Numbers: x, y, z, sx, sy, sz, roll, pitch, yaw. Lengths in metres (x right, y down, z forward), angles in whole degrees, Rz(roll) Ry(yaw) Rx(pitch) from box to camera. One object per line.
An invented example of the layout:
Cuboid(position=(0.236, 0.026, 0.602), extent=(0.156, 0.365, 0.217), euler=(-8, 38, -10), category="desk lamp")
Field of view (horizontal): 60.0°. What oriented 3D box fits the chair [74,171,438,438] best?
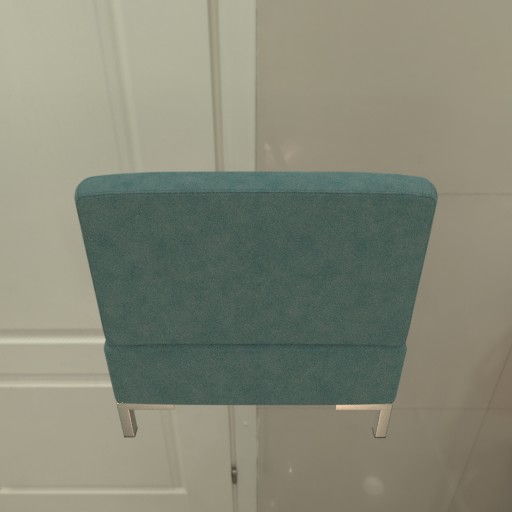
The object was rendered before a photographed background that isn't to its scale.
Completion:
Cuboid(position=(0.000, 0.000, 1.219), extent=(0.684, 0.660, 0.685), euler=(0, 30, 0), category="chair")
